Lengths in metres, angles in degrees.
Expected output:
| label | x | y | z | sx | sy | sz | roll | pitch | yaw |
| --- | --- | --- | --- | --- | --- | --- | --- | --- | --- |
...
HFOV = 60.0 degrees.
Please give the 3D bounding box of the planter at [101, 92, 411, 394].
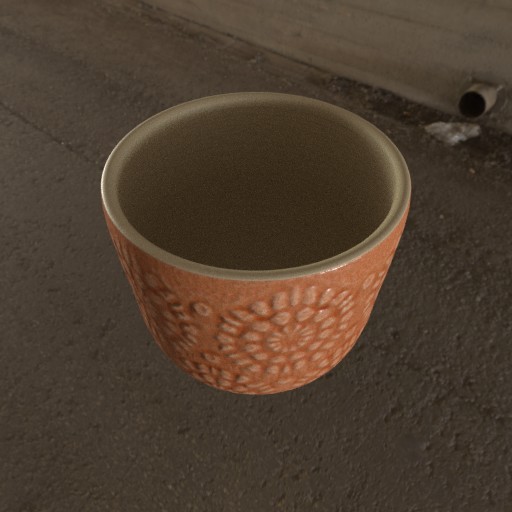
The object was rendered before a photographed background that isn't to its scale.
| label | x | y | z | sx | sy | sz | roll | pitch | yaw |
| --- | --- | --- | --- | --- | --- | --- | --- | --- | --- |
| planter | 0.000 | 0.000 | 0.218 | 0.124 | 0.109 | 0.124 | 0 | 47 | 0 |
